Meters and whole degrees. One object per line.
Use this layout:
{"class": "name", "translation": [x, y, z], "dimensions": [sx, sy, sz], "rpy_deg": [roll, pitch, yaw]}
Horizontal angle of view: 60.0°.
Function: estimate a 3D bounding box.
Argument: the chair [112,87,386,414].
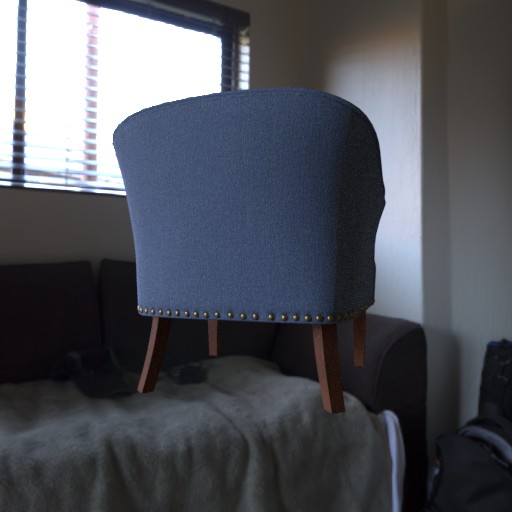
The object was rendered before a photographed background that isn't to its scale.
{"class": "chair", "translation": [0.000, 0.000, 1.434], "dimensions": [0.798, 0.815, 0.704], "rpy_deg": [0, 0, 18]}
